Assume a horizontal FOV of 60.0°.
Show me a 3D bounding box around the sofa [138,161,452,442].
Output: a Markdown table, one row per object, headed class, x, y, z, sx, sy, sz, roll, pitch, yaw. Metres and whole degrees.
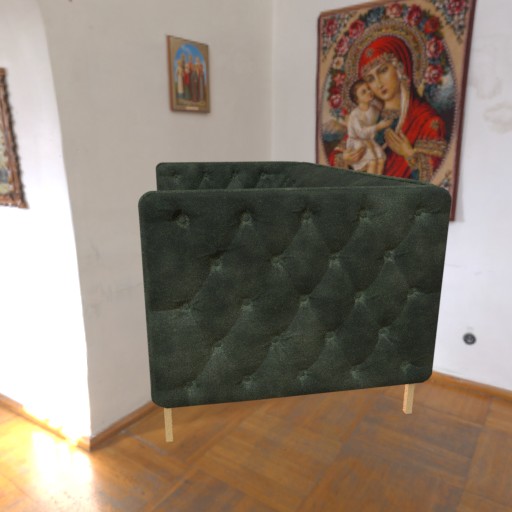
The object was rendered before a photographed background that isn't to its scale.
| class | x | y | z | sx | sy | sz | roll | pitch | yaw |
| --- | --- | --- | --- | --- | --- | --- | --- | --- | --- |
| sofa | 0.000 | 0.000 | 1.997 | 0.895 | 0.768 | 1.537 | -3 | 15 | -10 |
